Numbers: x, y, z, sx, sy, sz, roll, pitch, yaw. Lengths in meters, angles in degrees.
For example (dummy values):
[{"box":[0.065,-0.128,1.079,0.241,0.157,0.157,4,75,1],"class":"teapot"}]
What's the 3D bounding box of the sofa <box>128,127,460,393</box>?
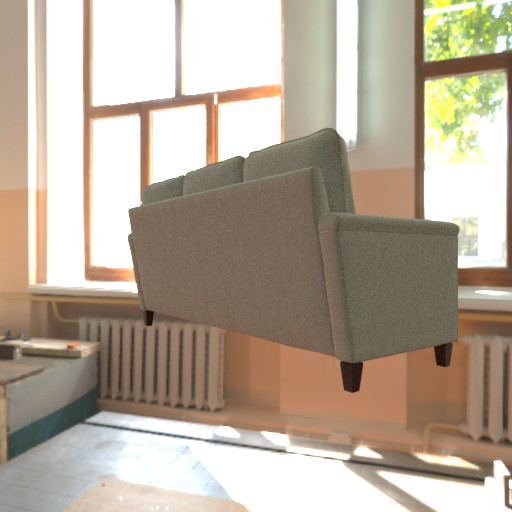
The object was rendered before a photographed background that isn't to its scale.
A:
[{"box":[0.000,0.000,2.460,0.828,0.961,1.925,0,0,-37],"class":"sofa"}]
